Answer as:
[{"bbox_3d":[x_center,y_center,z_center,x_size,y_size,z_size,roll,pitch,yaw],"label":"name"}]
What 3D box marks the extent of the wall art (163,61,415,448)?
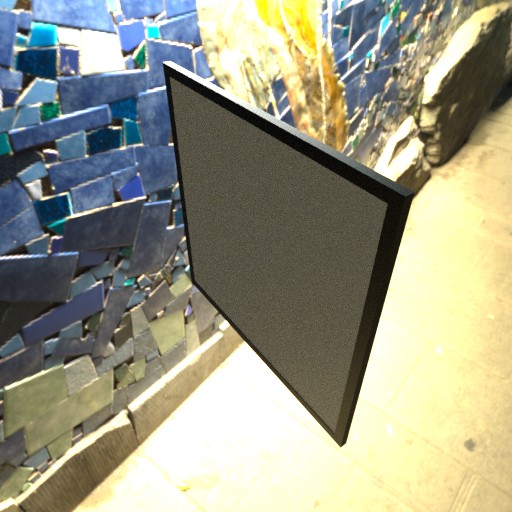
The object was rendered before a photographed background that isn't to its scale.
[{"bbox_3d":[0.000,0.000,1.196,0.022,0.807,0.807,-26,47,-27],"label":"wall art"}]
